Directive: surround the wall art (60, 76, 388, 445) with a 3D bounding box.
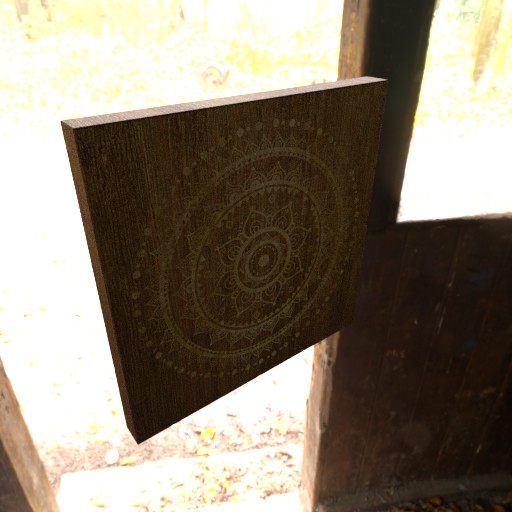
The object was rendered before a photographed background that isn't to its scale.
[{"bbox_3d":[0.000,0.000,0.583,0.406,0.403,0.039,-21,36,-32],"label":"wall art"}]
